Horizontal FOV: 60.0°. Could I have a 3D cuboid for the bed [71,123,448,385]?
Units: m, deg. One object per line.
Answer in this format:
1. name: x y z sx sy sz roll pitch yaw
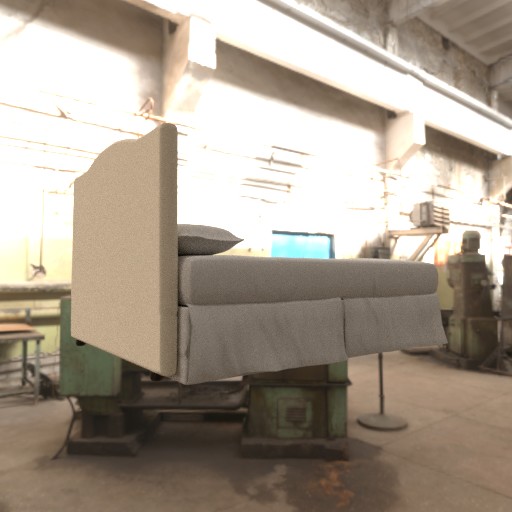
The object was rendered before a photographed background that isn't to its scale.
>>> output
1. bed: 0.000 0.000 3.665 2.477 1.437 1.977 2 -3 -37
